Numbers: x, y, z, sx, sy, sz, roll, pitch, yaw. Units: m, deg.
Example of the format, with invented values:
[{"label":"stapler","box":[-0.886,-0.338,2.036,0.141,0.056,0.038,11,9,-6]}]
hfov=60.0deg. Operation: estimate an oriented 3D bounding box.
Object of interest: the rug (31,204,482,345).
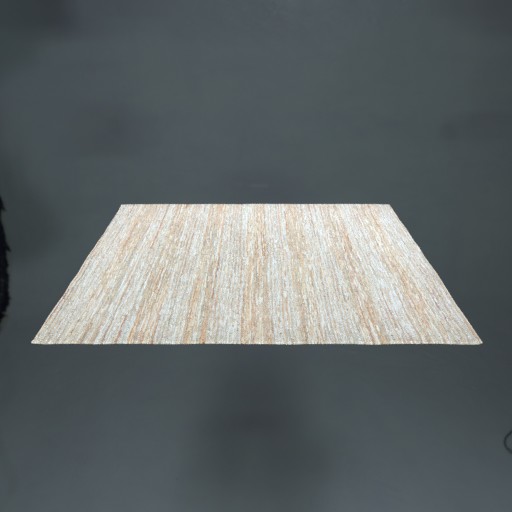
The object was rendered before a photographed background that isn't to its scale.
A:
[{"label":"rug","box":[0.000,0.000,3.855,2.939,0.009,2.313,0,29,0]}]
